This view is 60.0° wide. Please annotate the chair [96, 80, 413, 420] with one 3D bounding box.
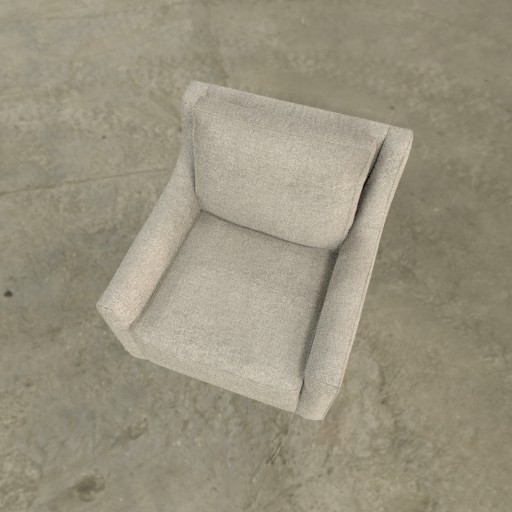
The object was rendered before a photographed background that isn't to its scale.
[{"bbox_3d":[0.000,0.000,1.637,0.838,0.864,0.918,17,59,10],"label":"chair"}]
